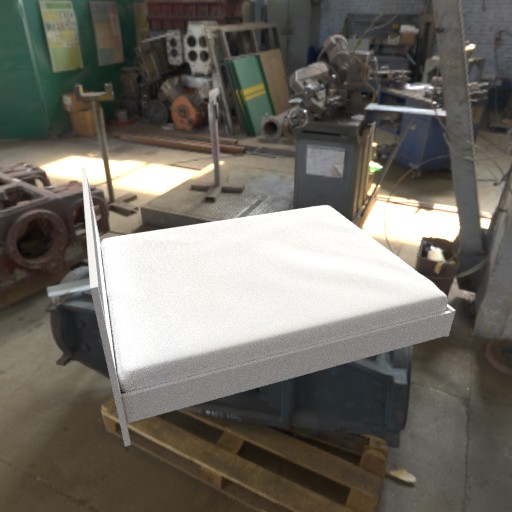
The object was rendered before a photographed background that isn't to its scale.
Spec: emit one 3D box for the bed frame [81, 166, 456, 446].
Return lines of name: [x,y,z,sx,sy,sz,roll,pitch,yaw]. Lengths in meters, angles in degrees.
bed frame: [0.000,0.000,3.109,2.100,1.001,1.711,-10,31,-17]
